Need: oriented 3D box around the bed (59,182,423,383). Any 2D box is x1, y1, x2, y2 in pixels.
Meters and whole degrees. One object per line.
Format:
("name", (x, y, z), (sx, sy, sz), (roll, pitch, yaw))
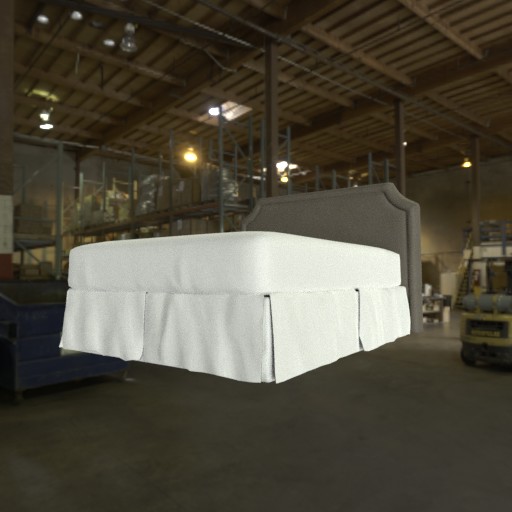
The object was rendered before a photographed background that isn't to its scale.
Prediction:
("bed", (0.000, 0.000, 3.302), (1.831, 1.297, 2.181), (-2, -3, 36))
